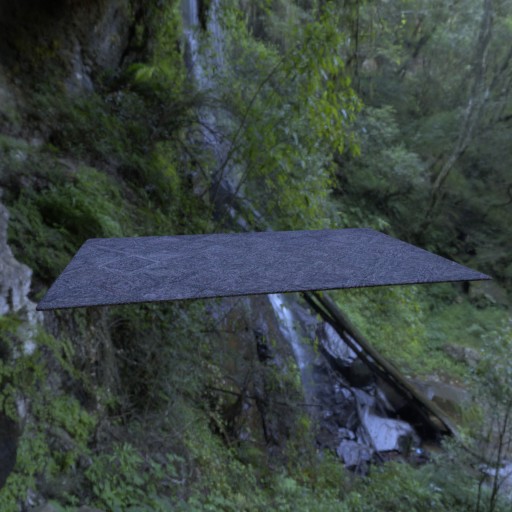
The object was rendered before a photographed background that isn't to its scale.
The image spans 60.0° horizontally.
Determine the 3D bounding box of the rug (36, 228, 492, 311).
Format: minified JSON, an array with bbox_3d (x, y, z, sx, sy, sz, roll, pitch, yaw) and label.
[{"bbox_3d":[0.000,0.000,2.188,1.752,0.013,1.158,-3,15,-11],"label":"rug"}]
